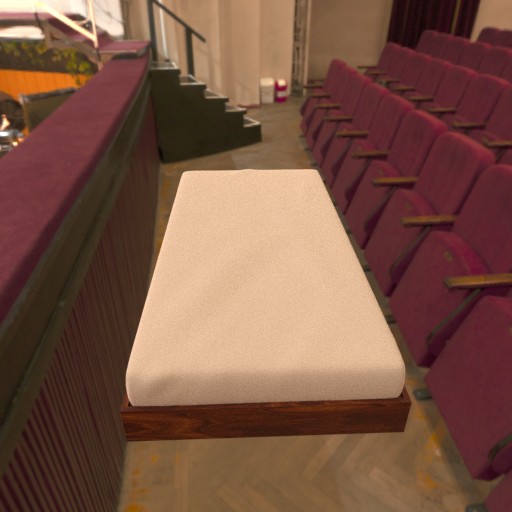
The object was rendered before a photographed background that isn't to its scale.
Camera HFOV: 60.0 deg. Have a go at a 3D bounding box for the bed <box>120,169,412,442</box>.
[{"bbox_3d":[0.000,0.000,2.218,0.940,0.312,1.860,-1,31,-2],"label":"bed"}]
